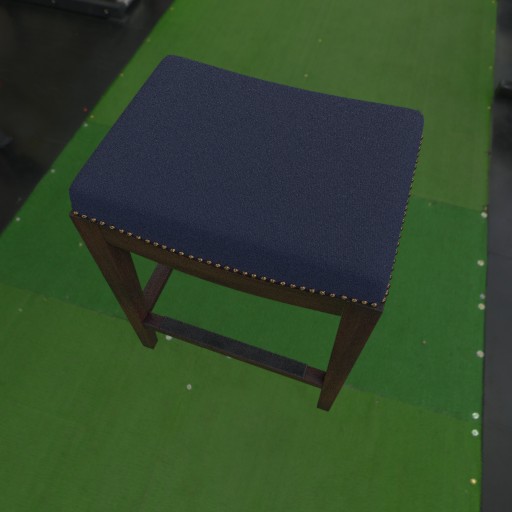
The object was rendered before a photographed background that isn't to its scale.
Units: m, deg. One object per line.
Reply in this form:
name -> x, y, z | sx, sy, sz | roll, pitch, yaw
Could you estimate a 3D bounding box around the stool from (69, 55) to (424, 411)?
stool -> 0.000, 0.000, 0.938 | 0.500, 0.642, 0.361 | 17, 60, 10
